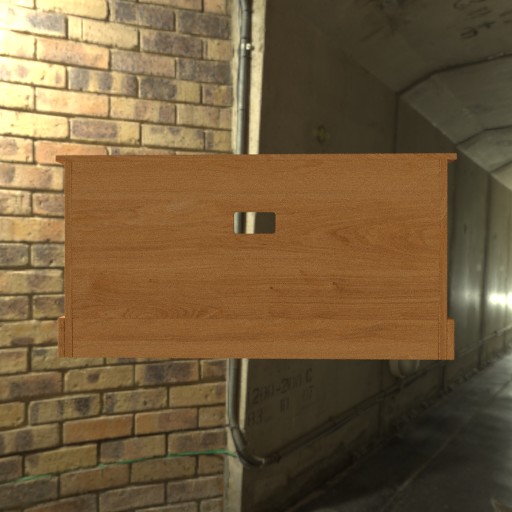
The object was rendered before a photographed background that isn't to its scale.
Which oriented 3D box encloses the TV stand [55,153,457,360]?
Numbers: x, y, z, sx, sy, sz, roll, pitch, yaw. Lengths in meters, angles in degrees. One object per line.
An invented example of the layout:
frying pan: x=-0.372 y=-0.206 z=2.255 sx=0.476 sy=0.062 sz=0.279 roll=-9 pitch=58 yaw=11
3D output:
TV stand: x=0.000 y=0.000 z=1.412 sx=1.080 sy=0.550 sz=0.440 roll=0 pitch=0 yaw=1
